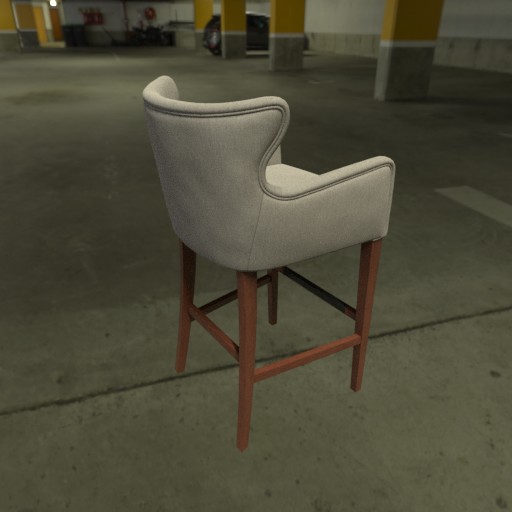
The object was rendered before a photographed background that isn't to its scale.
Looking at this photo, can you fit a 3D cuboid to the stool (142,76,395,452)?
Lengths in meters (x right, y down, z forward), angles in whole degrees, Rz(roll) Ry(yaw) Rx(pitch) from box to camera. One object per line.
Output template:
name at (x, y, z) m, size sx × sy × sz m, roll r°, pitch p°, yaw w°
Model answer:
stool at (0.000, 0.000, 1.416) m, size 0.575 × 1.047 × 0.575 m, roll -18°, pitch 33°, yaw -31°
